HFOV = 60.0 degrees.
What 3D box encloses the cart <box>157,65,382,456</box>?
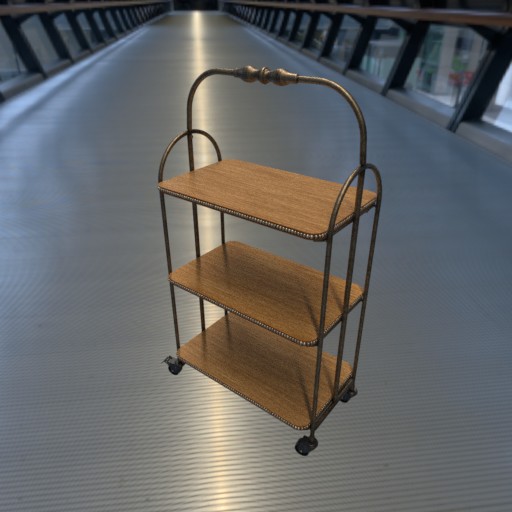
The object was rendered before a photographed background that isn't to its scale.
[{"bbox_3d":[0.000,0.000,1.330,0.650,1.052,0.330,21,35,32],"label":"cart"}]
